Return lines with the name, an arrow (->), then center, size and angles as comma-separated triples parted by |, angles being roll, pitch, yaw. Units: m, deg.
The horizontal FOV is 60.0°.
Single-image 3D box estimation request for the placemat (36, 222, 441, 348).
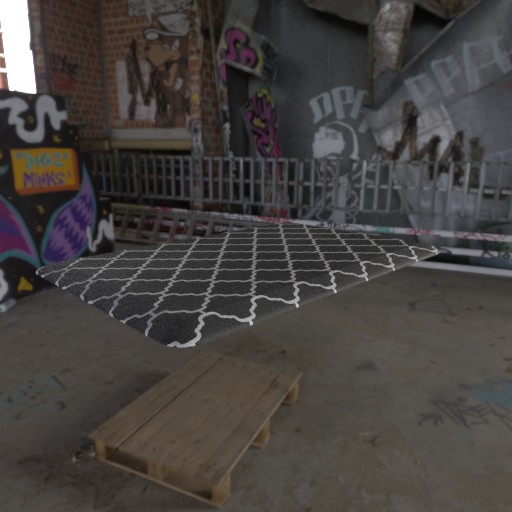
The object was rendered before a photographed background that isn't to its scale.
placemat -> 0.000, 0.000, 0.962 | 0.762, 0.021, 0.508 | -13, 19, -43
